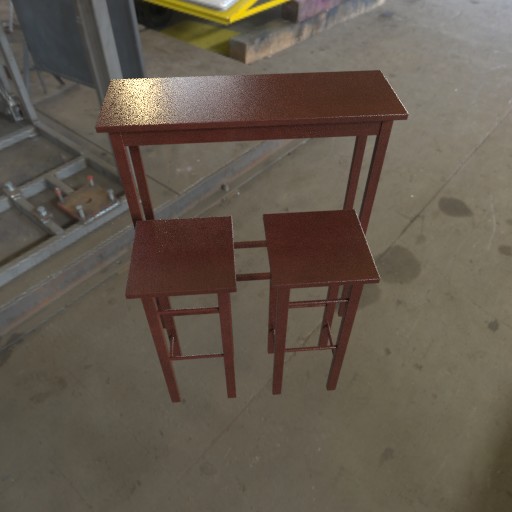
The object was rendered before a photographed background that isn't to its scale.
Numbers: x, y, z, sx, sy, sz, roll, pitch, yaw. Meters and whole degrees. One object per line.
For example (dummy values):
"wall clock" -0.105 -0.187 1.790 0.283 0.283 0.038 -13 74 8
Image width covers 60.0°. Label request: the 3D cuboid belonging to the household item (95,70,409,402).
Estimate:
"household item" 0.000 0.000 1.648 0.914 1.067 0.676 -3 46 -3
